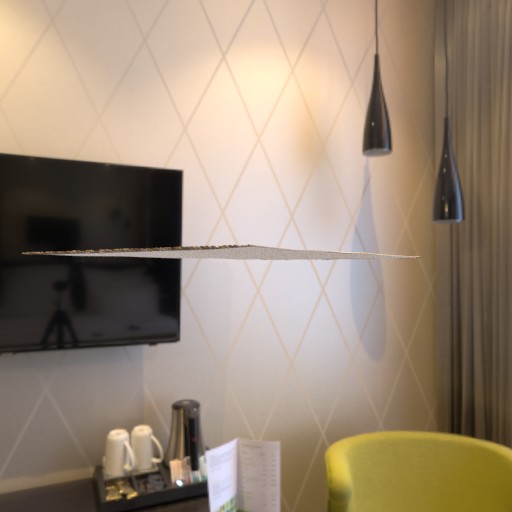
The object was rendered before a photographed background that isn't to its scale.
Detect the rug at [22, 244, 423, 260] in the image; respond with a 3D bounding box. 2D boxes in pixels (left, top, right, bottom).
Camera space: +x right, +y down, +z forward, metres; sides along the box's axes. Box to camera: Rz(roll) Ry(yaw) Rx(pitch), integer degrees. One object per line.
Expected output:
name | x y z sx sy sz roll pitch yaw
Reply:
rug | 0.000 0.000 2.335 1.218 0.017 1.861 -1 -2 36
